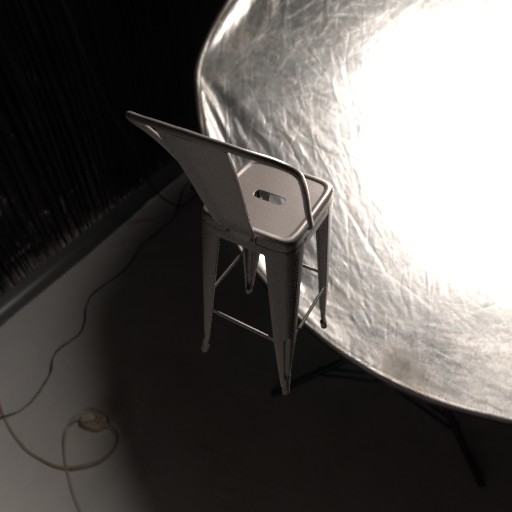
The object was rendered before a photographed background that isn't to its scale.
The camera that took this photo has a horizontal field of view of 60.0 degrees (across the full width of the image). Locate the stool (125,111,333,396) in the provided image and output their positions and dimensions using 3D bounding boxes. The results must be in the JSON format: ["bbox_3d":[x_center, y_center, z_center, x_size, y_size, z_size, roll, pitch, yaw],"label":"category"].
[{"bbox_3d":[0.000,0.000,1.321,0.399,1.096,0.513,23,51,20],"label":"stool"}]
